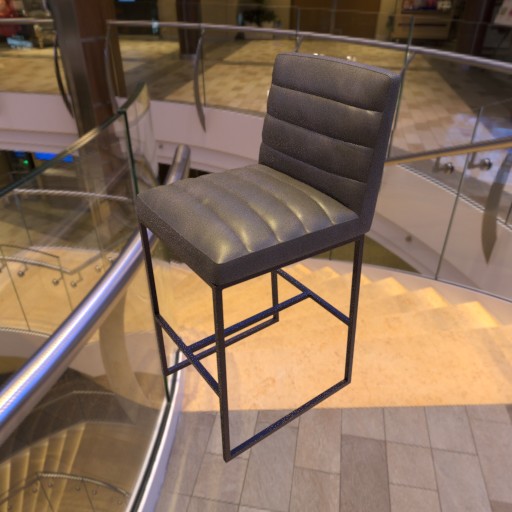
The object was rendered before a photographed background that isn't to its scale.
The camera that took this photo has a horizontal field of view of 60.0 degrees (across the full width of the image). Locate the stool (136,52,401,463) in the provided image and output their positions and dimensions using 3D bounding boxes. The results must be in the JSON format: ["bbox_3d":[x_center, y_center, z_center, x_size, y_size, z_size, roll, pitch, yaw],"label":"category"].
[{"bbox_3d":[0.000,0.000,1.343,0.562,1.065,0.463,-21,38,-30],"label":"stool"}]
